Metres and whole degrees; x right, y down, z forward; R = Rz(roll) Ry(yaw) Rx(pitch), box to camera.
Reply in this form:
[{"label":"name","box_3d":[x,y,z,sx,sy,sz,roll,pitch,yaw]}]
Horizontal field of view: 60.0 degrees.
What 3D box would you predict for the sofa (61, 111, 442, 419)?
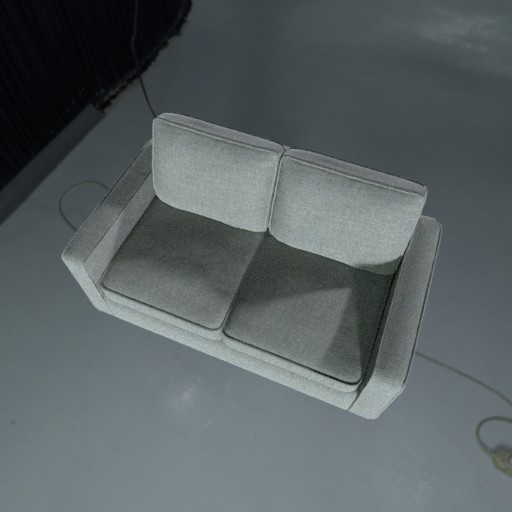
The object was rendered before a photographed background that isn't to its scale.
[{"label":"sofa","box_3d":[0.000,0.000,2.310,1.706,0.915,0.945,19,59,12]}]
